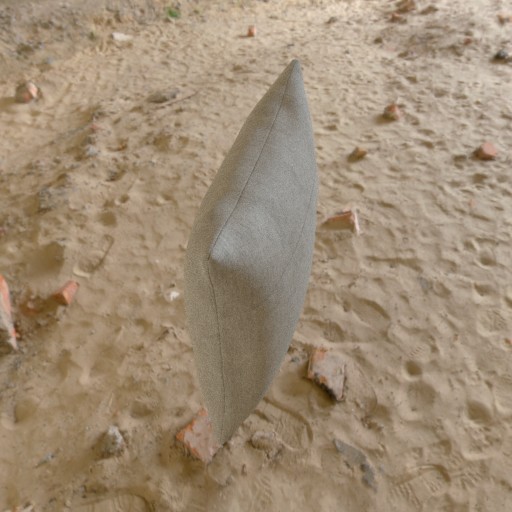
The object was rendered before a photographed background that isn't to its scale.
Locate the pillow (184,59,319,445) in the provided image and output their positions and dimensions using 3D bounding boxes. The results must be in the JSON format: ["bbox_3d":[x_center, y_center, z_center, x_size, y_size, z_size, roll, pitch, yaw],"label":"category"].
[{"bbox_3d":[0.000,0.000,0.687,0.173,0.436,0.433,10,47,9],"label":"pillow"}]
